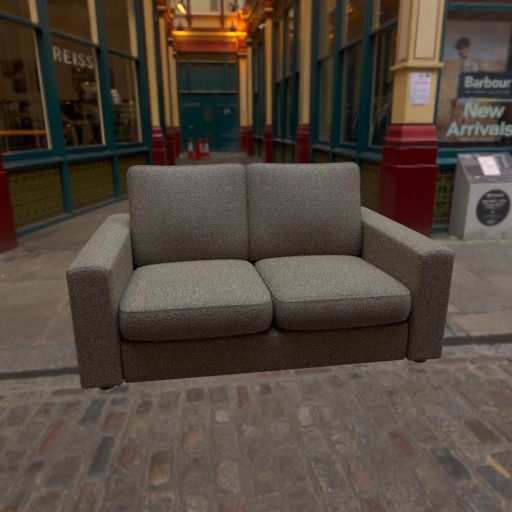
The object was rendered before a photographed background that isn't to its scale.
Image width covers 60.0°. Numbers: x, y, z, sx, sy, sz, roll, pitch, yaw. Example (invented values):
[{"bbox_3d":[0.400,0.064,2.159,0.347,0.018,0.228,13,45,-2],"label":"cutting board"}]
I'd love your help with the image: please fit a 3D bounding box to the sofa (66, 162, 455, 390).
[{"bbox_3d":[0.000,0.000,2.268,1.616,0.873,1.016,-3,17,-8],"label":"sofa"}]
